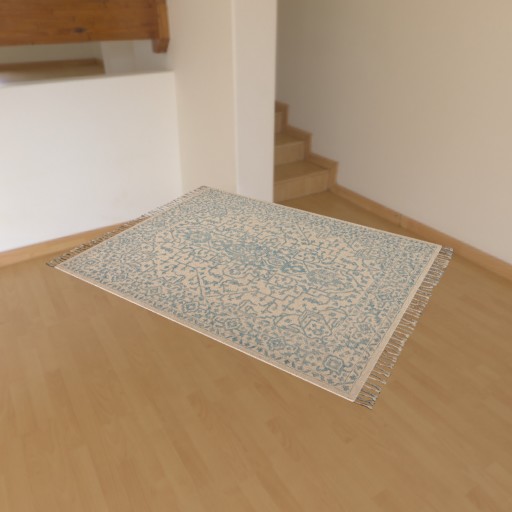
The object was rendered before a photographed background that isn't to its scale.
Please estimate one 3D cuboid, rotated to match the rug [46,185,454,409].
[{"bbox_3d":[0.000,0.000,4.439,3.327,0.010,2.464,18,35,28],"label":"rug"}]
